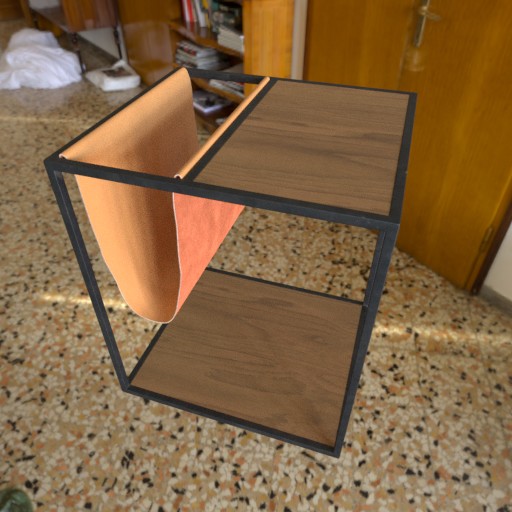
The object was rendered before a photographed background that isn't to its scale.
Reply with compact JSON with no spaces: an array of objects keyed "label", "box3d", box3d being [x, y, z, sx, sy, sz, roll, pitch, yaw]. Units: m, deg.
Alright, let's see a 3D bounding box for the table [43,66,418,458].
[{"label":"table","box3d":[0.000,0.000,0.834,0.450,0.536,0.399,12,42,14]}]
